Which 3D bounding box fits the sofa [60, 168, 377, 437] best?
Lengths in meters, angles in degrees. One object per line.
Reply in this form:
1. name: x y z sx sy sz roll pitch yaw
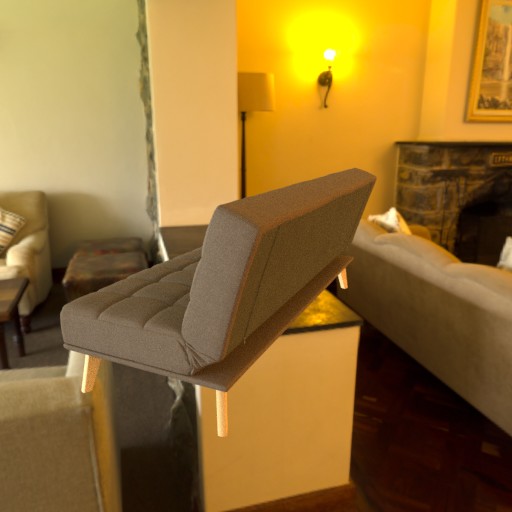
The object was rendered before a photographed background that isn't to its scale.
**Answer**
1. sofa: 0.000 0.000 2.291 0.860 0.810 1.800 7 17 24
